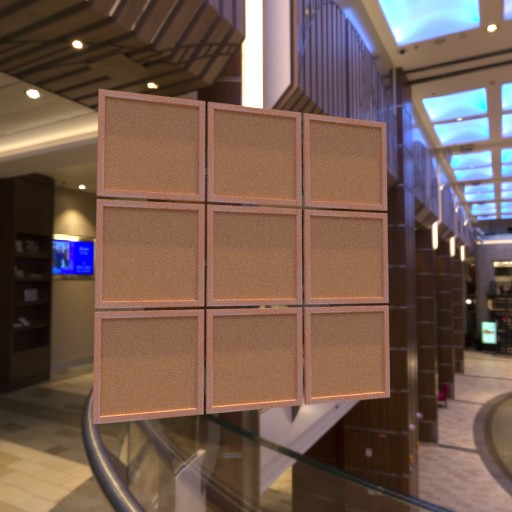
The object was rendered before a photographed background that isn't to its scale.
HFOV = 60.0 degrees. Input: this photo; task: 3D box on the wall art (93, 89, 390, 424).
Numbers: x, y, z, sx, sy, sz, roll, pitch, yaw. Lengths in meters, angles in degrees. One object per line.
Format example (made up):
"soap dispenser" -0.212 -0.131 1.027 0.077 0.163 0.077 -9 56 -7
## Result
"wall art" 0.000 0.000 1.339 0.911 0.910 0.012 1 -3 -17
